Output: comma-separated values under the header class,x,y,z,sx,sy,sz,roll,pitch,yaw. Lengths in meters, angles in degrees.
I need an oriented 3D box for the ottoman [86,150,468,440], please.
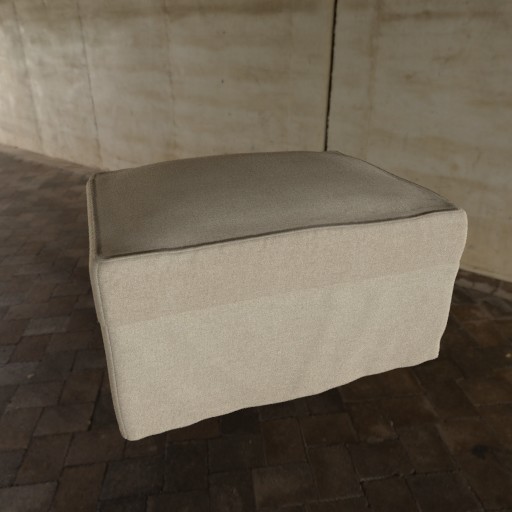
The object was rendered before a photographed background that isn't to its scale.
class,x,y,z,sx,sy,sz,roll,pitch,yaw
ottoman,0.000,0.000,1.223,0.833,0.485,0.650,-9,27,-18
